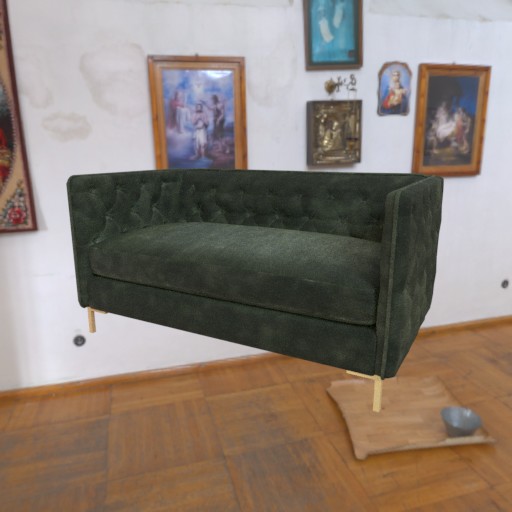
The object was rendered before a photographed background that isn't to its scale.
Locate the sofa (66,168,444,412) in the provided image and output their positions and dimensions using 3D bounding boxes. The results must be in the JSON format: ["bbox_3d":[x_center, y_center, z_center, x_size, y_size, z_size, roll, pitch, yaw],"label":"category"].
[{"bbox_3d":[0.000,0.000,2.112,1.537,0.768,0.895,7,16,28],"label":"sofa"}]
